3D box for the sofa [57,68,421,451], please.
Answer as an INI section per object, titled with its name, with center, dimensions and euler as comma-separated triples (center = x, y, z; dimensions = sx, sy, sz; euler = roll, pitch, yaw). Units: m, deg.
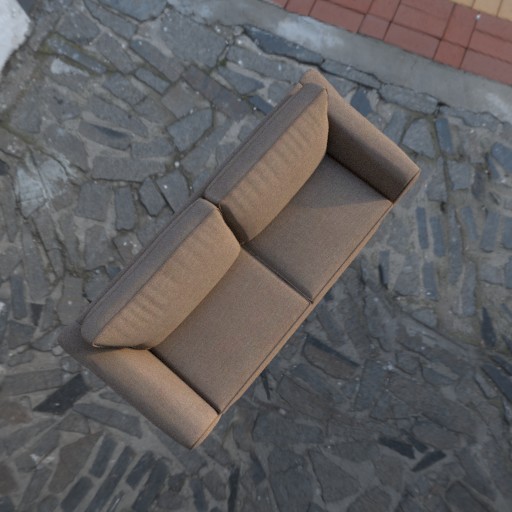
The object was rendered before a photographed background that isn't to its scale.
[sofa]
center = 0.000, 0.000, 2.822
dimensions = 0.986, 0.906, 2.270
euler = 39, 79, 9
